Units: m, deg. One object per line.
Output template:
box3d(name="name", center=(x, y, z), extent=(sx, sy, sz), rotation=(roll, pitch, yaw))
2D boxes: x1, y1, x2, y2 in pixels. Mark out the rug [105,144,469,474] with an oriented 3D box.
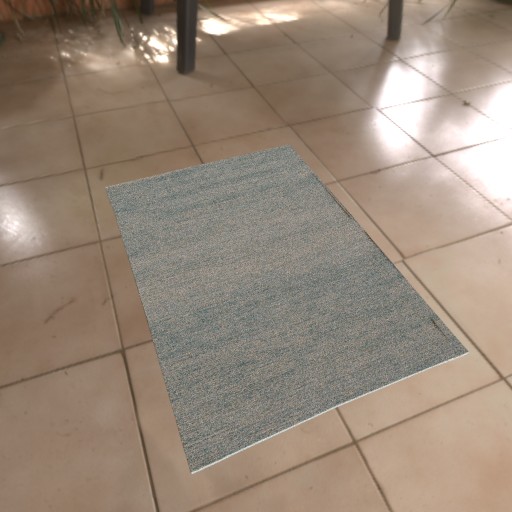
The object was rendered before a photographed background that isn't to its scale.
box3d(name="rug", center=(0.000, 0.000, 2.968), extent=(1.613, 0.030, 2.306), rotation=(-17, 49, -15))
